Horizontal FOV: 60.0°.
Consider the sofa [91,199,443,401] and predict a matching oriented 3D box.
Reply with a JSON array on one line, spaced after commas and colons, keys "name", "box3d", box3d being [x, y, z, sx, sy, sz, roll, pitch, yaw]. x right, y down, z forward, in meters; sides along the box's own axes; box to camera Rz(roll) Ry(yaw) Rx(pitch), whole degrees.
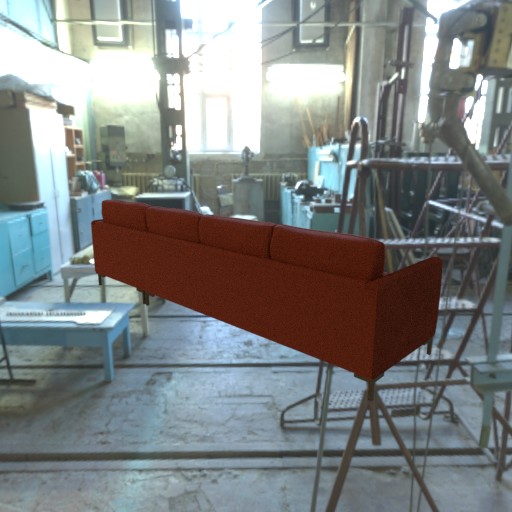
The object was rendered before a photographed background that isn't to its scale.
[{"name": "sofa", "box3d": [0.000, 0.000, 3.561, 2.932, 0.810, 1.350, 13, 18, 42]}]
